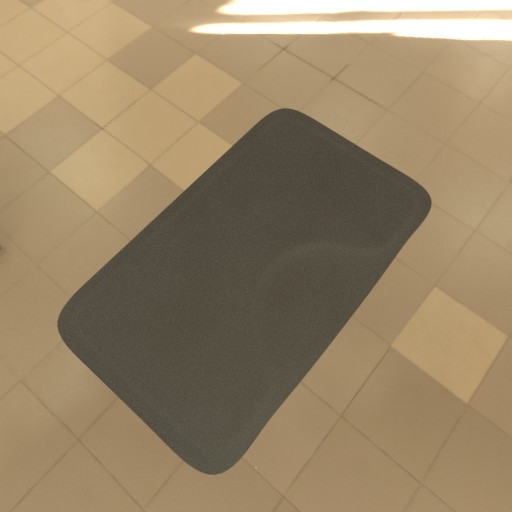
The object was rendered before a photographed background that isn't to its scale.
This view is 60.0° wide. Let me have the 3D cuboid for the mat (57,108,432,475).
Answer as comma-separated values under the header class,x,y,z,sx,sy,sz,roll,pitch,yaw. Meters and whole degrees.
class,x,y,z,sx,sy,sz,roll,pitch,yaw
mat,0.000,0.000,1.864,0.918,0.013,1.524,37,70,16
